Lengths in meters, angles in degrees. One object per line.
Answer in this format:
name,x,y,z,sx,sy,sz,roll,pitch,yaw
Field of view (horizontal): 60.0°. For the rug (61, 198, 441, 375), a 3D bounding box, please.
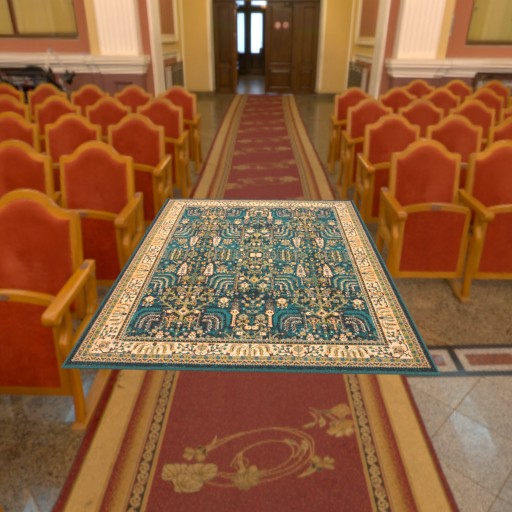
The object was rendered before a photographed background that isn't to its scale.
rug,0.000,0.000,3.954,2.226,0.015,3.044,1,26,1
